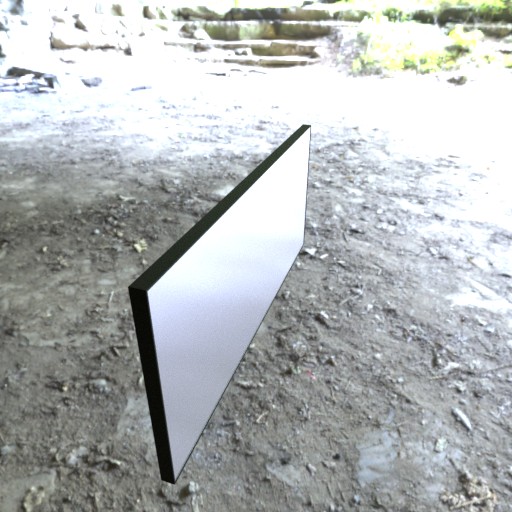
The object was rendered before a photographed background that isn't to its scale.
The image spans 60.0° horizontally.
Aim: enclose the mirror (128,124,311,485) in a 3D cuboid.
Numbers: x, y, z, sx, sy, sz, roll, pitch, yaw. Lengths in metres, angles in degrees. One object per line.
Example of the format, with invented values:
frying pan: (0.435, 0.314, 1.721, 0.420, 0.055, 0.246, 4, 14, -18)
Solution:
mirror: (0.000, 0.000, 1.789, 0.047, 0.692, 1.584, 10, 31, 17)
